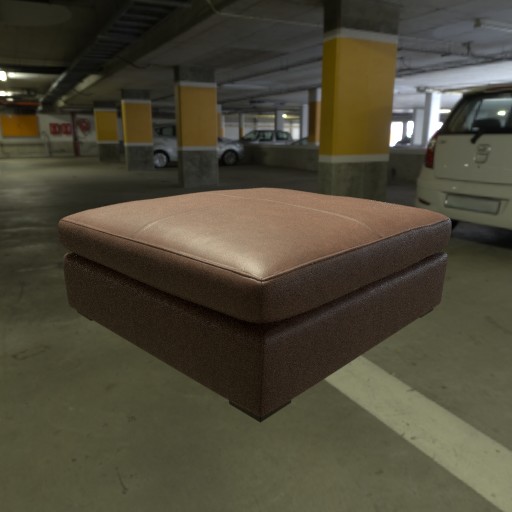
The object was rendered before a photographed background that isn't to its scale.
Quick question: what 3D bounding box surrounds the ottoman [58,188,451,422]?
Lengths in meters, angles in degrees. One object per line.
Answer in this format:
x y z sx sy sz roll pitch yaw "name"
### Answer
0.000 0.000 1.824 1.168 0.490 1.168 14 21 42 "ottoman"
